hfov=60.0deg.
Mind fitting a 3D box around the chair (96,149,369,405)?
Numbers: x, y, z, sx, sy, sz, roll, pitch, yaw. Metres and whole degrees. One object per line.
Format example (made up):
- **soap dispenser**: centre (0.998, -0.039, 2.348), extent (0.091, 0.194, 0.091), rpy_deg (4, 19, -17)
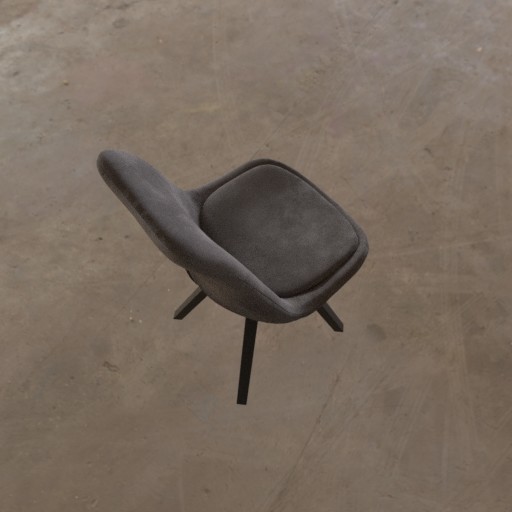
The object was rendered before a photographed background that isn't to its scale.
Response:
- **chair**: centre (0.000, 0.000, 1.188), extent (0.550, 0.850, 0.476), rpy_deg (-34, 63, -19)
